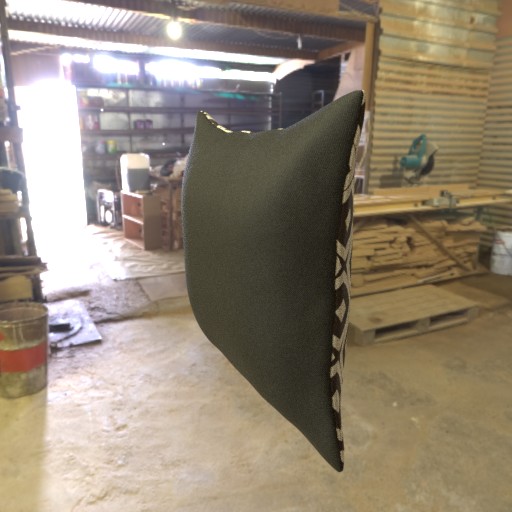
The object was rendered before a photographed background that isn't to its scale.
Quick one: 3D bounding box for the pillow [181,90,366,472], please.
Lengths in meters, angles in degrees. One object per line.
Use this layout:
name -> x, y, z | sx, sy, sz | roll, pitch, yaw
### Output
pillow -> 0.000, 0.000, 0.755 | 0.188, 0.494, 0.504 | -8, 17, -26
